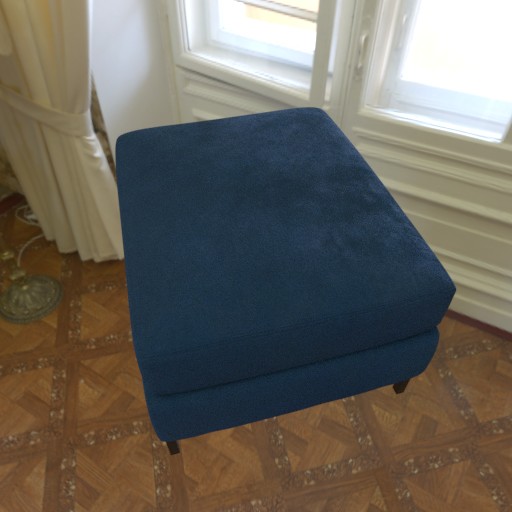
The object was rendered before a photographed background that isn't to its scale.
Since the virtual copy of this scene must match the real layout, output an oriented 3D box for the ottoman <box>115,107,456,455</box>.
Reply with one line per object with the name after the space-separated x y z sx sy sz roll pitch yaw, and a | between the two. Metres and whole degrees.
0.000 0.000 1.183 0.655 0.485 0.794 -11 47 -10 | ottoman
